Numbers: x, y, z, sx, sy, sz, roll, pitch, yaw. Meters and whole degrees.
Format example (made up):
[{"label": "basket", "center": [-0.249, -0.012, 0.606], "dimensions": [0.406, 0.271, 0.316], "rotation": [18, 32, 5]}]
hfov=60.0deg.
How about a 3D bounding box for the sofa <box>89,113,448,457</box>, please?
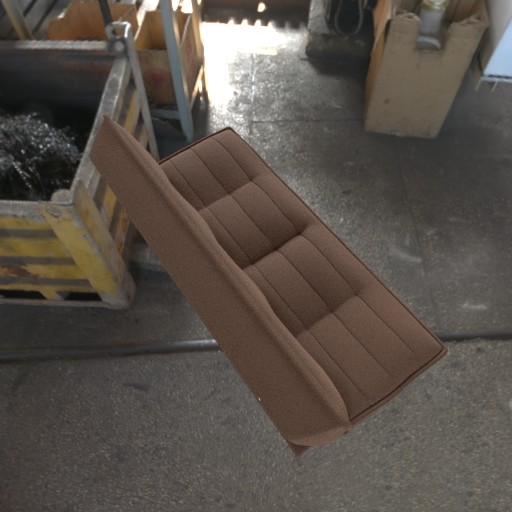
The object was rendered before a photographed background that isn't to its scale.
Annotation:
[{"label": "sofa", "center": [0.000, 0.000, 2.390], "dimensions": [0.950, 0.890, 1.940], "rotation": [-31, 63, -18]}]
